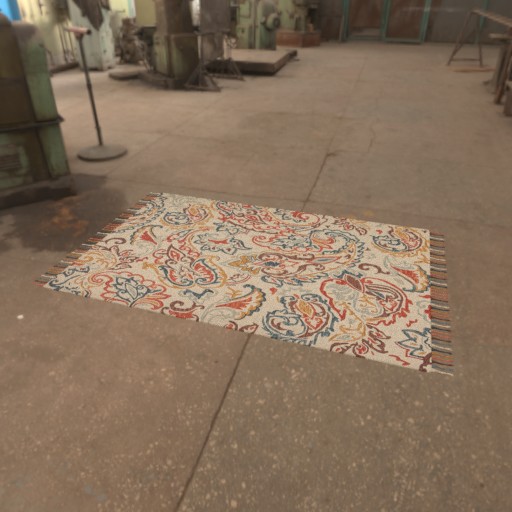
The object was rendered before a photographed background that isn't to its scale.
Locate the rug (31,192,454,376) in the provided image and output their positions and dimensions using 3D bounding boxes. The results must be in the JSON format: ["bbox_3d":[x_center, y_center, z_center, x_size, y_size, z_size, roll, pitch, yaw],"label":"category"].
[{"bbox_3d":[0.000,0.000,2.449,1.997,0.010,1.218,10,33,15],"label":"rug"}]
